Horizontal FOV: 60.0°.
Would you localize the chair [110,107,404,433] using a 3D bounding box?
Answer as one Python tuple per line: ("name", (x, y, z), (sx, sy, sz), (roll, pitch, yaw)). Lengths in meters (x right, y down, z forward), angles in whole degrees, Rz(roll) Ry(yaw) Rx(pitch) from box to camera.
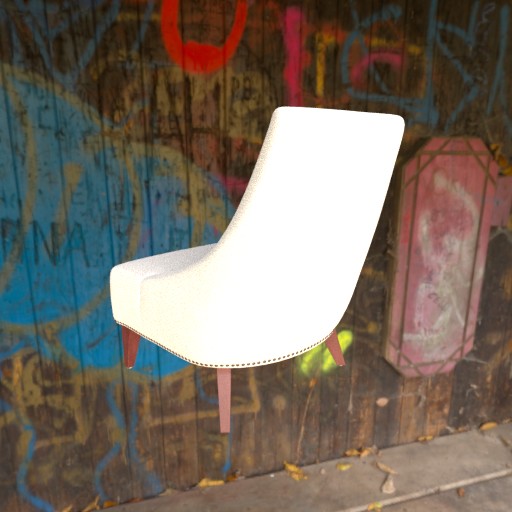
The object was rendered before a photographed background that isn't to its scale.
("chair", (0.000, 0.000, 1.517), (0.701, 0.909, 0.861), (-14, 20, -43))
